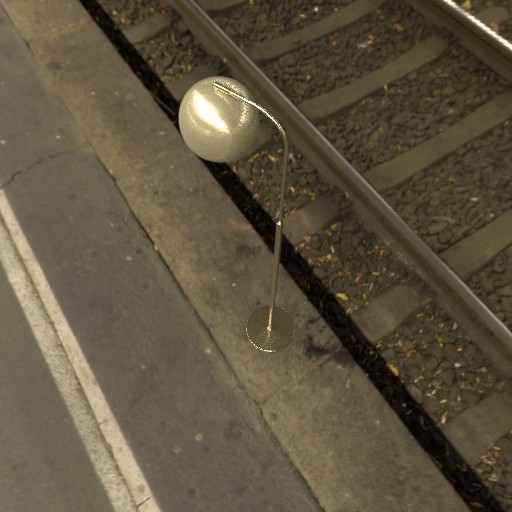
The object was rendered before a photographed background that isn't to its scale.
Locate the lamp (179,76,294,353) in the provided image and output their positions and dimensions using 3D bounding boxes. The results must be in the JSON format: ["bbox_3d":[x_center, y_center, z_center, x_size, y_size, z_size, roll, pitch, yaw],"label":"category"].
[{"bbox_3d":[0.000,0.000,1.675,0.431,1.526,0.250,32,68,15],"label":"lamp"}]
